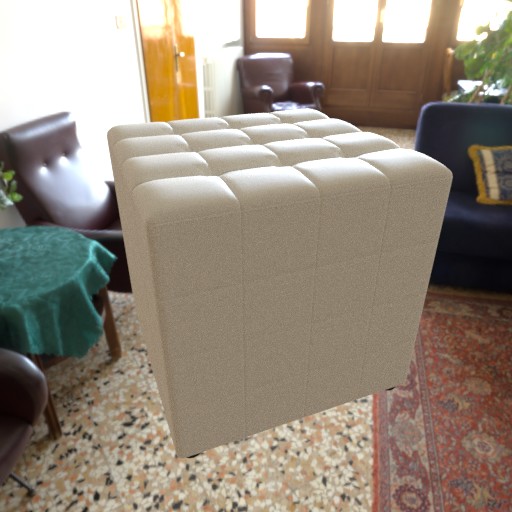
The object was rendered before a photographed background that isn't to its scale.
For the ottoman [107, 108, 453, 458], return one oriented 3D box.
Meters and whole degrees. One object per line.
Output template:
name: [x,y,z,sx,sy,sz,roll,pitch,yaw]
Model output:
ottoman: [0.000,0.000,0.810,0.425,0.432,0.425,-11,32,-19]
